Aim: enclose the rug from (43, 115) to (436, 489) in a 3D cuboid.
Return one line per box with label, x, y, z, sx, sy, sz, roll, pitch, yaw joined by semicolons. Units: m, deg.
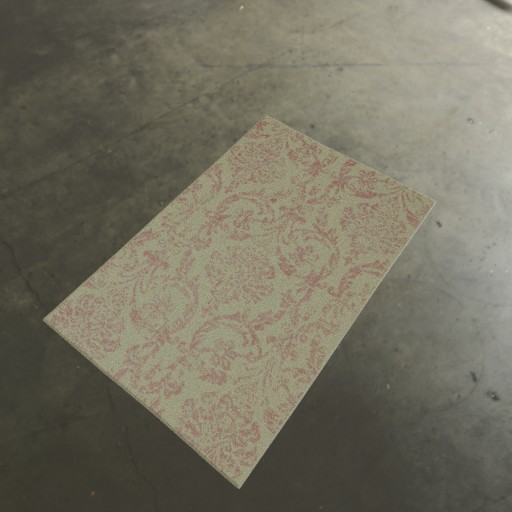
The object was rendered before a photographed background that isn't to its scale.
rug;0.000;0.000;2.352;1.219;0.012;1.839;33;64;19
